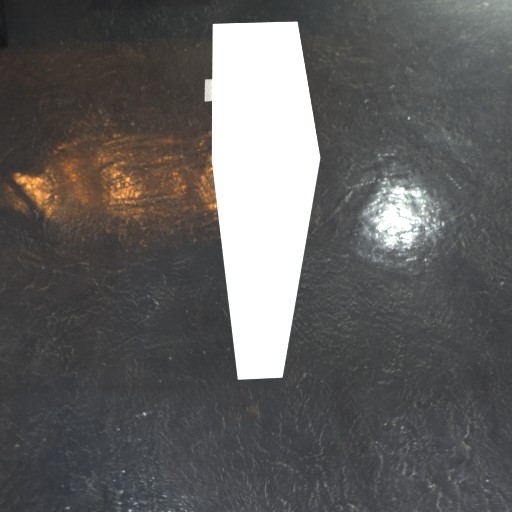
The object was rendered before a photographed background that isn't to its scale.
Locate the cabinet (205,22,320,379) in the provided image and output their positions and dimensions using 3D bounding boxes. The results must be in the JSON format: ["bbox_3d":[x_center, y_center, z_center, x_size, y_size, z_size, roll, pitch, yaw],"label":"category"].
[{"bbox_3d":[0.000,0.000,1.793,0.255,1.630,0.520,-2,58,-1],"label":"cabinet"}]
